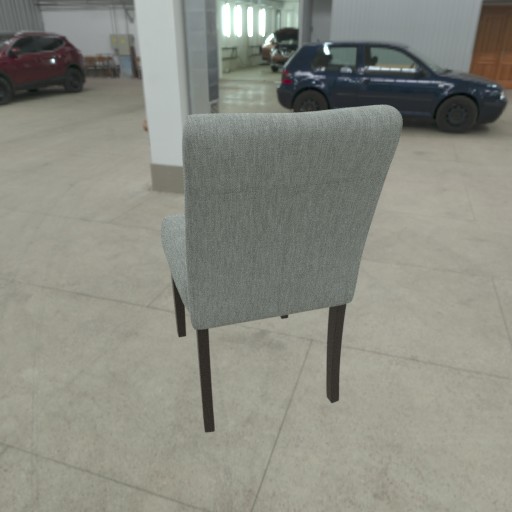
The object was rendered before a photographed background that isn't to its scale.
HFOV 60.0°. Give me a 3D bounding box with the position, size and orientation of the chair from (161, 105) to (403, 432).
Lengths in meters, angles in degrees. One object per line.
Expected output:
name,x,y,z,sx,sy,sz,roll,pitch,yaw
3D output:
chair,0.000,0.000,1.275,0.487,0.884,0.629,-8,28,-15
